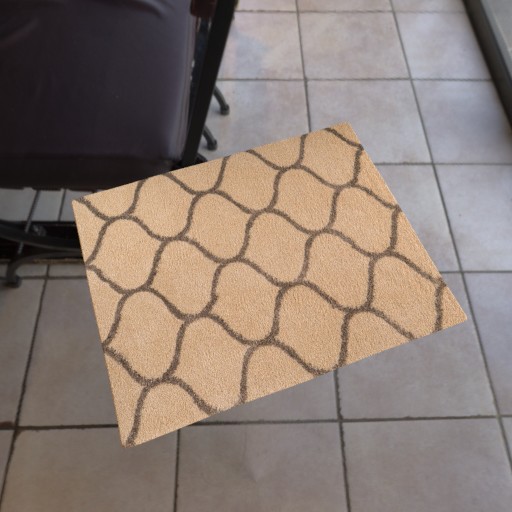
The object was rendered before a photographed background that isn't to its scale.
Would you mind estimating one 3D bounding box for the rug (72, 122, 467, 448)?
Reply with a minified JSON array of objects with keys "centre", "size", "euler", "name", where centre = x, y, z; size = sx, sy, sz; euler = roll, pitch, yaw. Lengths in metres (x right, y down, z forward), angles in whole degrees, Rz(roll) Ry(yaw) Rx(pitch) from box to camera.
[{"centre":[0.000,0.000,4.077],"size":[3.000,0.026,2.399],"euler":[-18,64,-9],"name":"rug"}]
